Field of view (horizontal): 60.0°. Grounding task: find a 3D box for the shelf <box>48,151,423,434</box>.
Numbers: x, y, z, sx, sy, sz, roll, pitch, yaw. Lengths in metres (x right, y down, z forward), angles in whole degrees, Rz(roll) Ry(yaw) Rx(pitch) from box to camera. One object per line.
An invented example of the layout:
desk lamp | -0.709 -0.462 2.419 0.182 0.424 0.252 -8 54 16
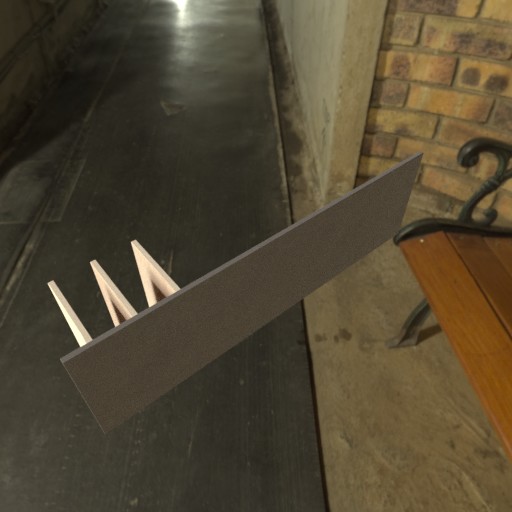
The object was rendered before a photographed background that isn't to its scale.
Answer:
shelf | 0.000 0.000 1.144 1.020 0.300 0.200 -31 53 -26
